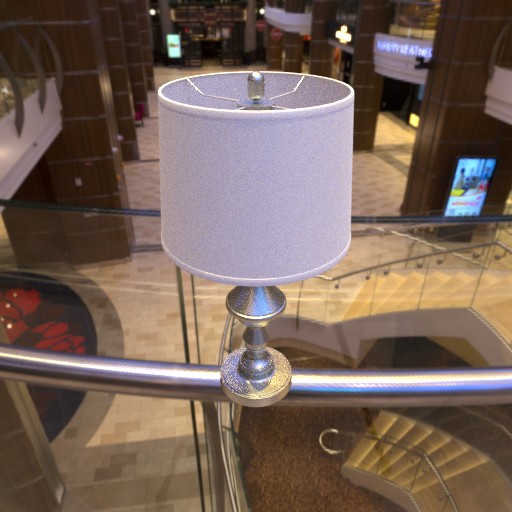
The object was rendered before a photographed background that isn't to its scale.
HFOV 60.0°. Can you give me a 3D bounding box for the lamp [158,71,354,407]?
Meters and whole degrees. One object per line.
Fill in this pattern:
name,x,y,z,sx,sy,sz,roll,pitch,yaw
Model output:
lamp,0.000,0.000,0.941,0.383,0.733,0.383,0,32,0
